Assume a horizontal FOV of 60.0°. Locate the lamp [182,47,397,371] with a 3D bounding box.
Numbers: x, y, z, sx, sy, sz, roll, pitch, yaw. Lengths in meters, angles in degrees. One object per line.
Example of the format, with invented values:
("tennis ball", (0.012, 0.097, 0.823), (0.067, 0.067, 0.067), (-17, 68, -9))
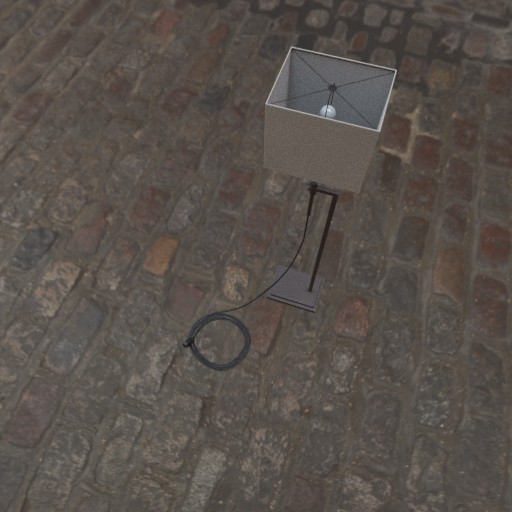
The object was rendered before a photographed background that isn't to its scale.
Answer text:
("lamp", (0.000, 0.000, 2.014), (0.698, 1.600, 0.774), (17, 63, 9))
